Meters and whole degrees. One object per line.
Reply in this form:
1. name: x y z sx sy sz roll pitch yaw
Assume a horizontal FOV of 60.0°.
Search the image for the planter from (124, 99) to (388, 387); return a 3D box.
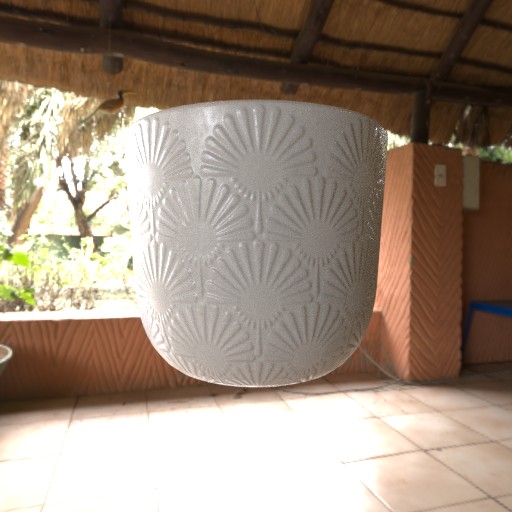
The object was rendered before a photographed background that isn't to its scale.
1. planter: 0.000 0.000 0.297 0.170 0.152 0.170 0 0 0
